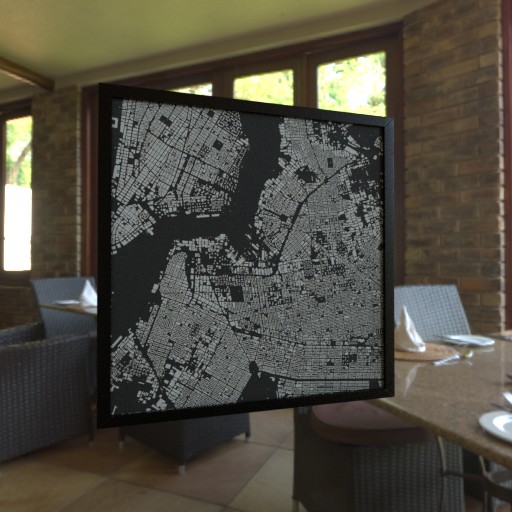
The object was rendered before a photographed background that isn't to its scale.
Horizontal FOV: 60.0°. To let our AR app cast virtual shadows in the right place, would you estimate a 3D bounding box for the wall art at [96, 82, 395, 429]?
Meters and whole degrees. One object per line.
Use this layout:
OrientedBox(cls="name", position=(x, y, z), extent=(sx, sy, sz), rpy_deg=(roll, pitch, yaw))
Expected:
OrientedBox(cls="wall art", position=(0.000, 0.000, 0.445), extent=(0.299, 0.299, 0.037), rpy_deg=(0, -1, -18))
